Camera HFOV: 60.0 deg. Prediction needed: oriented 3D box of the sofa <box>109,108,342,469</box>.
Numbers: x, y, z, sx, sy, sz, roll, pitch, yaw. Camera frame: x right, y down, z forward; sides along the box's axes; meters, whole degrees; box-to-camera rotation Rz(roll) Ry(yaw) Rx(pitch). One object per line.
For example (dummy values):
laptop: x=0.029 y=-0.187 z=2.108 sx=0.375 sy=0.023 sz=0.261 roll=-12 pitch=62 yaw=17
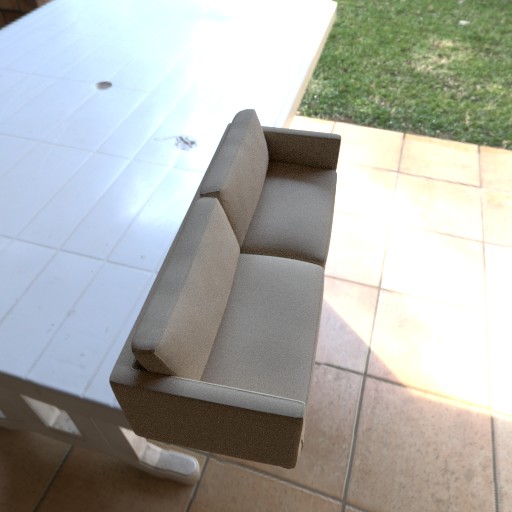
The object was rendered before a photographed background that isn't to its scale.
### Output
sofa: x=0.000 y=0.000 z=2.953 sx=0.951 sy=0.968 sz=2.361 roll=8 pitch=47 yaw=8
